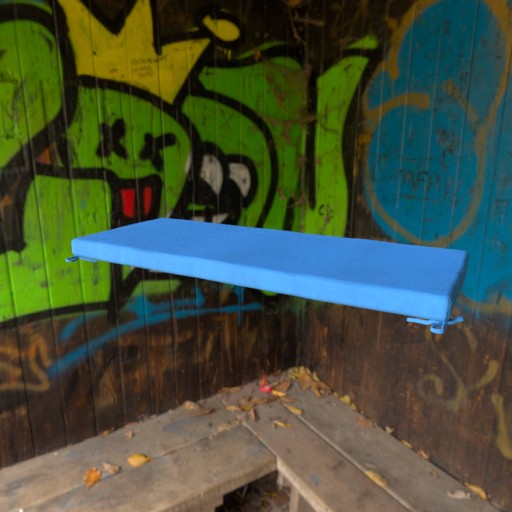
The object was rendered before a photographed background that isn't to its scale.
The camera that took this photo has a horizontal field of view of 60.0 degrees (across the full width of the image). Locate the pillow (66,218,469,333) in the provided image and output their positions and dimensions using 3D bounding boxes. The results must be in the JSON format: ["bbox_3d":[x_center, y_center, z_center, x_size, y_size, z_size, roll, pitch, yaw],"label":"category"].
[{"bbox_3d":[0.000,0.000,1.347,1.187,0.081,0.492,8,17,28],"label":"pillow"}]
